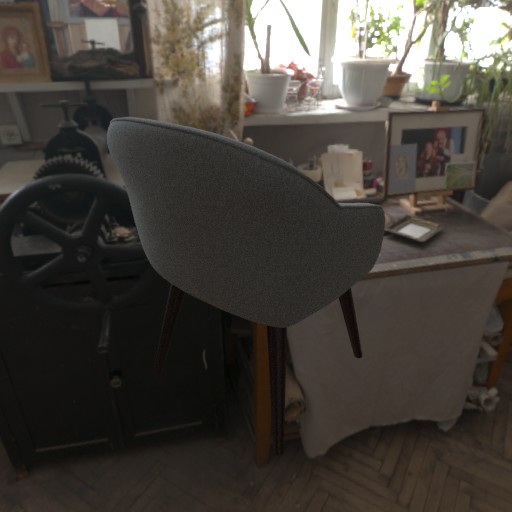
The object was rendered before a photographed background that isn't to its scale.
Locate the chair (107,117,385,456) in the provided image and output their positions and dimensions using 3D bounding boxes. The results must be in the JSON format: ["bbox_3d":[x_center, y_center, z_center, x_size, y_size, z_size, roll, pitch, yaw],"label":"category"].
[{"bbox_3d":[0.000,0.000,1.208,0.589,0.810,0.611,20,35,32],"label":"chair"}]
